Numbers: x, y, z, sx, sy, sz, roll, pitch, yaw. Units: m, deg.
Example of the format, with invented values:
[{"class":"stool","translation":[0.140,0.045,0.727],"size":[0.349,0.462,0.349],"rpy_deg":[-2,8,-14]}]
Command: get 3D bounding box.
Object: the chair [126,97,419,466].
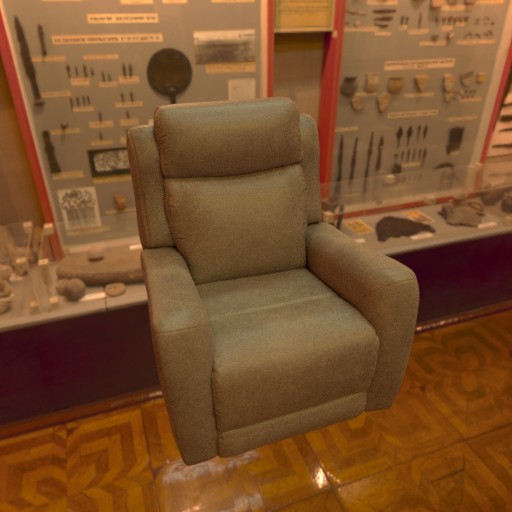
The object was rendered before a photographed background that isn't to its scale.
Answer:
[{"class":"chair","translation":[0.000,0.000,1.886],"size":[0.965,1.116,1.068],"rpy_deg":[-9,32,-15]}]
